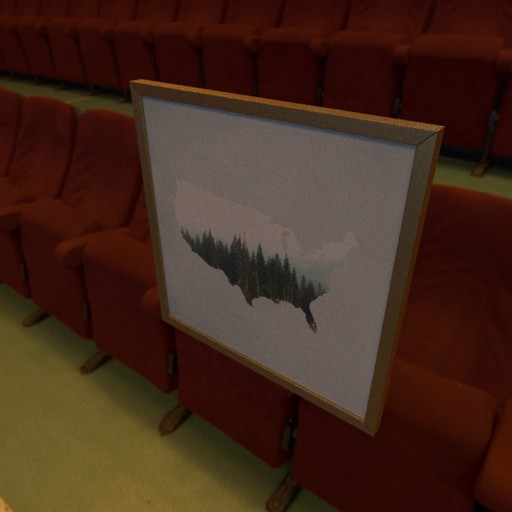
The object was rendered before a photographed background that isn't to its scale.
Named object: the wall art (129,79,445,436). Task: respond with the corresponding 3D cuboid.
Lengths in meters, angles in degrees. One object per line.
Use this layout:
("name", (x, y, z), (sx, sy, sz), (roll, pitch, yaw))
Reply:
("wall art", (0.000, 0.000, 1.121), (0.762, 0.762, 0.038), (21, 37, 31))
